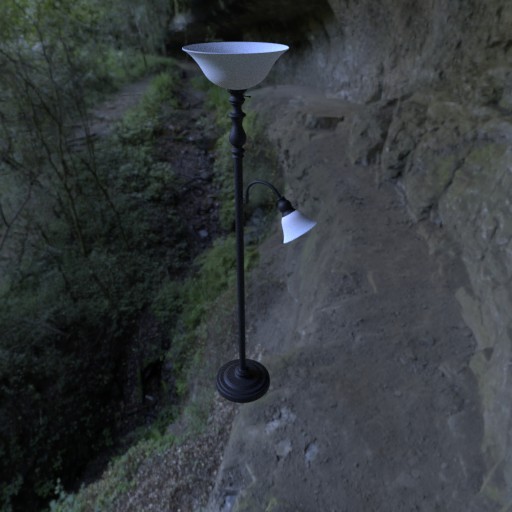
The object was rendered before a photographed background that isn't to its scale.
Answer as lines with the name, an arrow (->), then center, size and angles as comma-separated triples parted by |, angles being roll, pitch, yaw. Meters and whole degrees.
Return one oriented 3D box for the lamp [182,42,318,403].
lamp -> 0.000, 0.000, 2.105 | 0.588, 1.793, 0.405 | 18, 35, 28
